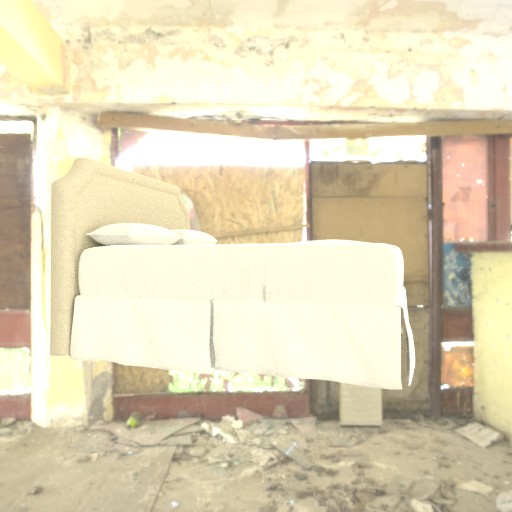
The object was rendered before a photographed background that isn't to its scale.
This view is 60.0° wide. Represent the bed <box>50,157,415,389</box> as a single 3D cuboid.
[{"bbox_3d":[0.000,0.000,3.169,2.116,1.290,1.693,0,0,18],"label":"bed"}]
